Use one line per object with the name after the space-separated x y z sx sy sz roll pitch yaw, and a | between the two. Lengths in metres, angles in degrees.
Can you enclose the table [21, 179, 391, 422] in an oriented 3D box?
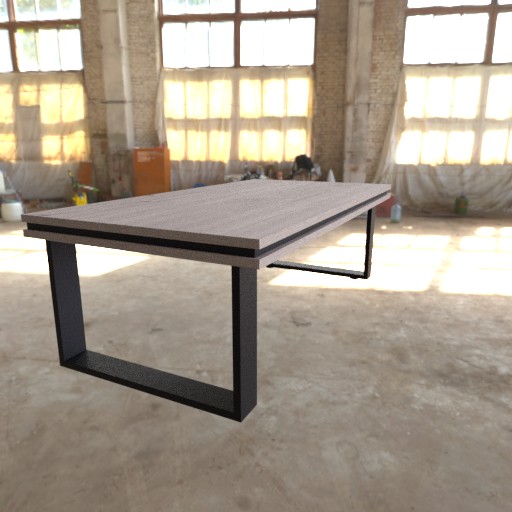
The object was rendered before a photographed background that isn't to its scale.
0.000 0.000 1.648 0.700 0.450 1.350 7 16 26 | table
